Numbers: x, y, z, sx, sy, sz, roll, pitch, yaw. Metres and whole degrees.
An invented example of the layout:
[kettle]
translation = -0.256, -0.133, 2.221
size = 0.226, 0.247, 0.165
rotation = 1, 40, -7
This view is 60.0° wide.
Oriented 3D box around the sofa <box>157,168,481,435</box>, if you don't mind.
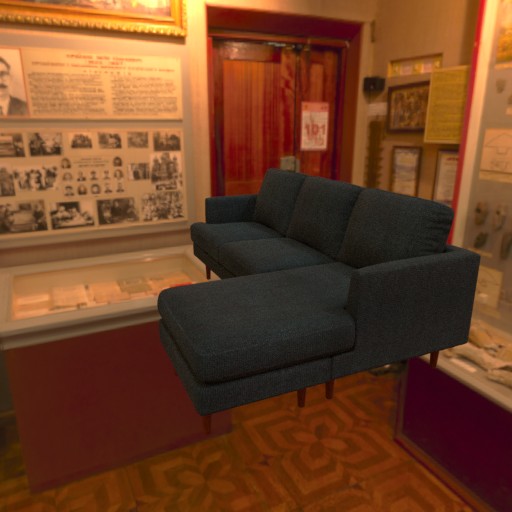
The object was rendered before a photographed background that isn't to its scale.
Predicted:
[sofa]
translation = 0.000, 0.000, 2.970
size = 1.504, 0.956, 2.233
rotation = -7, 18, -23
